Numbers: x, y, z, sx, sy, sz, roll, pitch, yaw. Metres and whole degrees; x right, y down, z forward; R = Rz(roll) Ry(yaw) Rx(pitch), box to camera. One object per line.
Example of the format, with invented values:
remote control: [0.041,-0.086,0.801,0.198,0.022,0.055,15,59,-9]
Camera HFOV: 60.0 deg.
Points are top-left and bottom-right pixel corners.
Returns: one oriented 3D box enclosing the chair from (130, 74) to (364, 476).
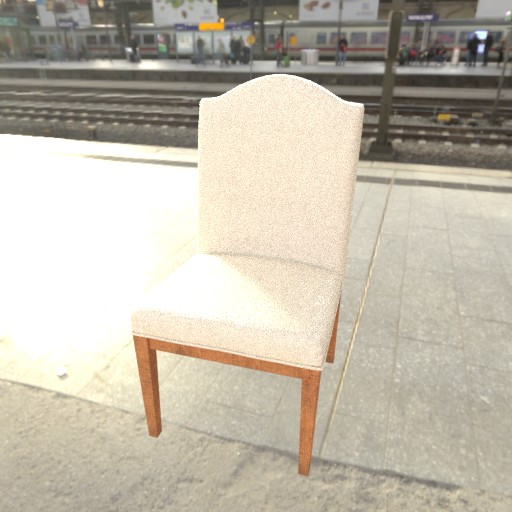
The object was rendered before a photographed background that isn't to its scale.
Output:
chair: [0.000,0.000,1.372,0.534,1.012,0.648,7,26,15]
